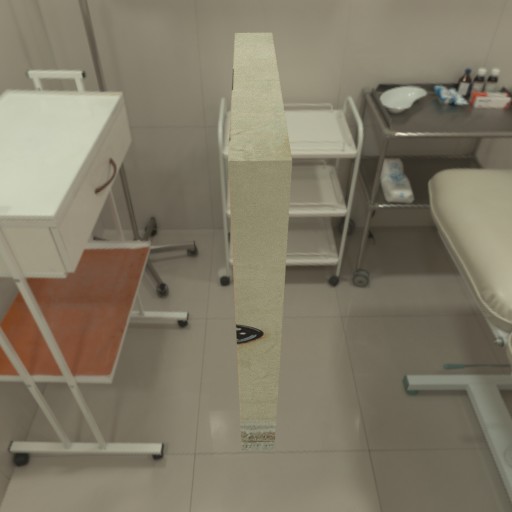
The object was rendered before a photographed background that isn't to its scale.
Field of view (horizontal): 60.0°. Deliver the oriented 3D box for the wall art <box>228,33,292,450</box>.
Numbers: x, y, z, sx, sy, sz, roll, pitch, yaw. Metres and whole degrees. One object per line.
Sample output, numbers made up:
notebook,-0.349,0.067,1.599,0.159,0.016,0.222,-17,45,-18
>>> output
wall art,0.000,0.000,0.483,0.038,0.381,0.254,-1,42,-1
